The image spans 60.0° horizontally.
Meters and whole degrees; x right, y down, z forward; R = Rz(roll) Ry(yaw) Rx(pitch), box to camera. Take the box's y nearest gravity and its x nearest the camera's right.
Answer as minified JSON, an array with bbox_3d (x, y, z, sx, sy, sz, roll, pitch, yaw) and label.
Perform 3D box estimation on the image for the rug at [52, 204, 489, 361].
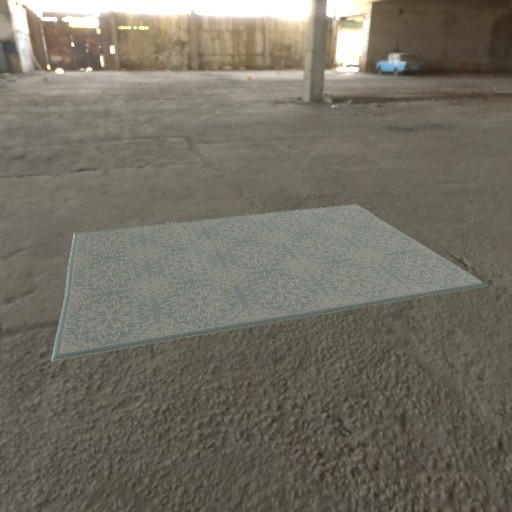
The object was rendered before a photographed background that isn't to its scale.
[{"bbox_3d":[0.000,0.000,2.292,1.840,0.012,1.219,-7,26,-15],"label":"rug"}]
